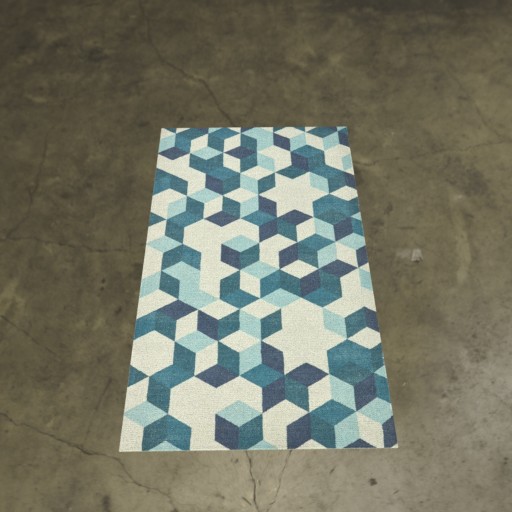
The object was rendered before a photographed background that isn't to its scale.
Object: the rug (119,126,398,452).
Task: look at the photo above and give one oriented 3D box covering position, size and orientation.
[{"bbox_3d":[0.000,0.000,3.022,1.518,0.015,2.438,-1,60,0],"label":"rug"}]
